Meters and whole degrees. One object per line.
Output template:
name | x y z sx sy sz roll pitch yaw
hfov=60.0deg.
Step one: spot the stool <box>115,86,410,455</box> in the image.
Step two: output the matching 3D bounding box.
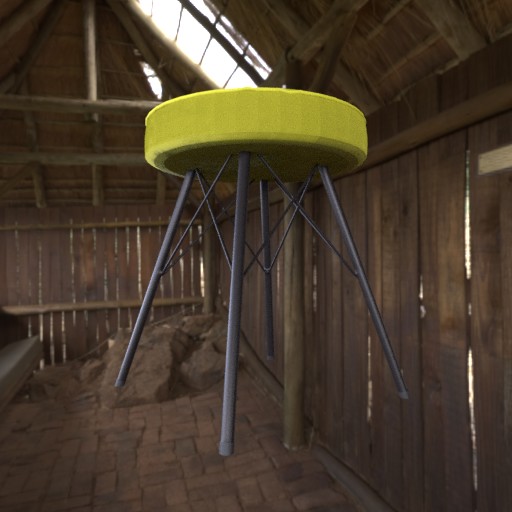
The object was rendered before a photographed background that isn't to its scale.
stool | 0.000 0.000 0.836 0.409 0.508 0.409 0 -1 -37
